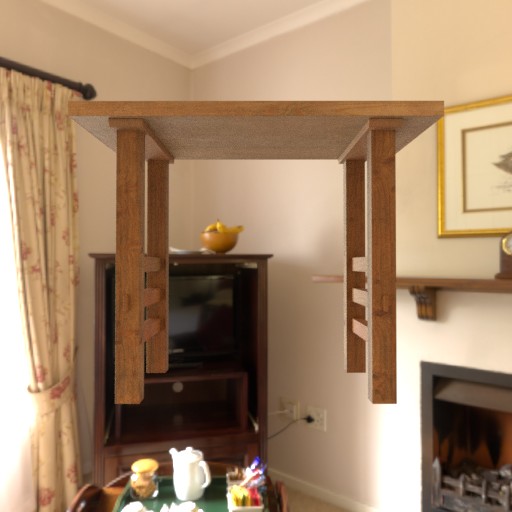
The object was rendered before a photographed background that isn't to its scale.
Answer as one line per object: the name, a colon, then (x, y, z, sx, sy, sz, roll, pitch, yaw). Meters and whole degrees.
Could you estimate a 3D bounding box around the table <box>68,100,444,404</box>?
table: (0.000, 0.000, 1.587, 1.119, 0.914, 0.556, 0, -1, 0)
